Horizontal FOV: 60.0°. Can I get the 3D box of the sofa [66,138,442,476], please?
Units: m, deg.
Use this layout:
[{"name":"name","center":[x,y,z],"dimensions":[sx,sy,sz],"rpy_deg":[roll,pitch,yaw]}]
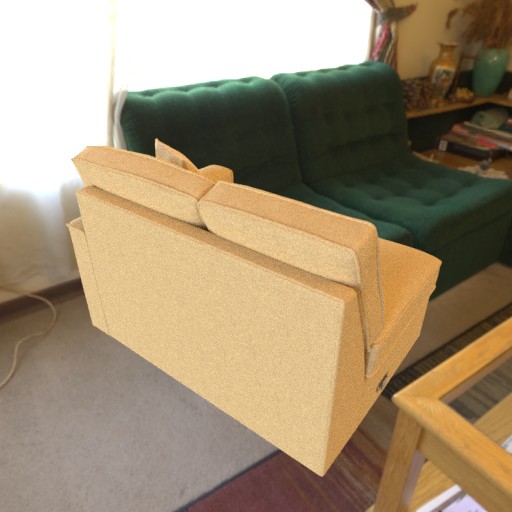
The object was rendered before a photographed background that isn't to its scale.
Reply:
[{"name":"sofa","center":[0.000,0.000,2.000],"dimensions":[1.388,0.989,0.991],"rpy_deg":[22,37,32]}]
